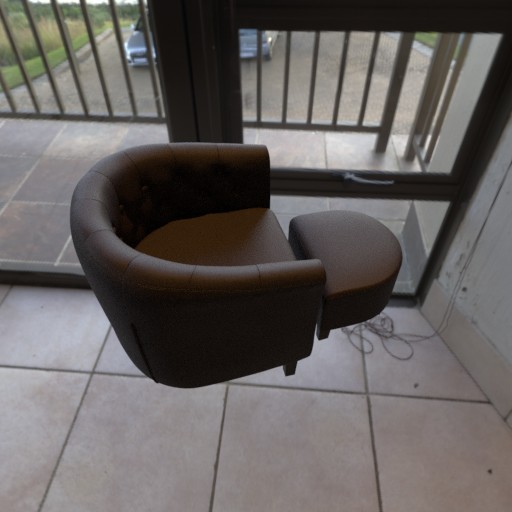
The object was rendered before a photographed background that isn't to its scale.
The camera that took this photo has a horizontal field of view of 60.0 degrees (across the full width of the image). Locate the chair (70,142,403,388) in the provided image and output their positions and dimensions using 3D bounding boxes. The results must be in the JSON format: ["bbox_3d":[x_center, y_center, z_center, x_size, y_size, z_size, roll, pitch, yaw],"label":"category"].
[{"bbox_3d":[0.000,0.000,1.694,1.191,0.760,0.763,-10,47,-10],"label":"chair"}]
